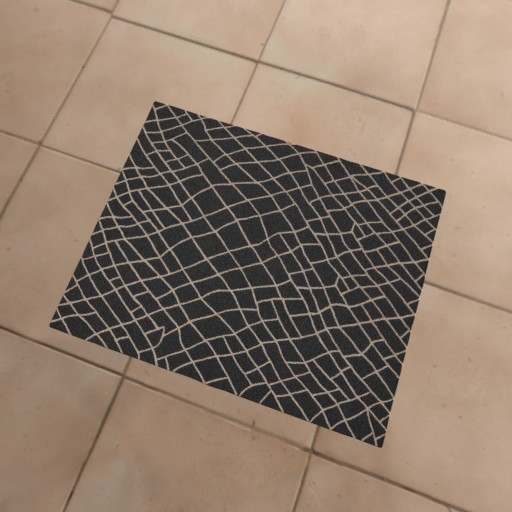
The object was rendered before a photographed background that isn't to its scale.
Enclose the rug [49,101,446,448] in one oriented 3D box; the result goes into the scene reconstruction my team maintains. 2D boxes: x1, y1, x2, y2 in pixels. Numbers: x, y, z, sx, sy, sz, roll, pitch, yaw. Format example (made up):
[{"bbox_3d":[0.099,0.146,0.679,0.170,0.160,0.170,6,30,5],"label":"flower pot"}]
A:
[{"bbox_3d":[0.000,0.000,4.094,3.047,0.022,2.439,18,75,5],"label":"rug"}]
